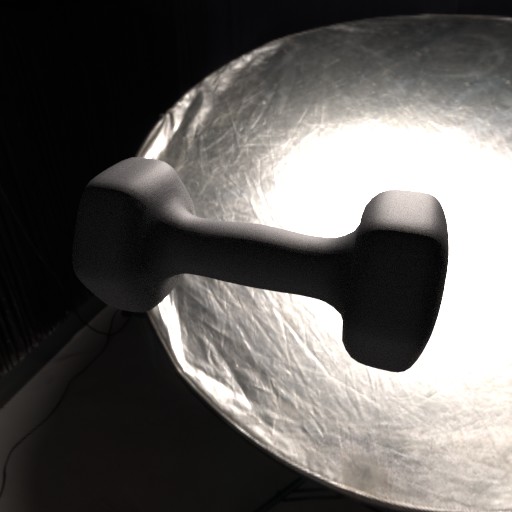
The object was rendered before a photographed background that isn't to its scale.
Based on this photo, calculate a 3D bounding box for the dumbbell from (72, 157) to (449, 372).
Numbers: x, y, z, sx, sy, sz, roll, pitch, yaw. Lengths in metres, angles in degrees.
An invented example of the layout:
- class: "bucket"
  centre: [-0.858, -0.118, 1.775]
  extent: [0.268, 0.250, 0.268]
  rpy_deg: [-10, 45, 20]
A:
- class: "dumbbell"
  centre: [0.000, 0.000, 0.305]
  extent: [0.240, 0.105, 0.116]
  rpy_deg: [10, 33, 16]
